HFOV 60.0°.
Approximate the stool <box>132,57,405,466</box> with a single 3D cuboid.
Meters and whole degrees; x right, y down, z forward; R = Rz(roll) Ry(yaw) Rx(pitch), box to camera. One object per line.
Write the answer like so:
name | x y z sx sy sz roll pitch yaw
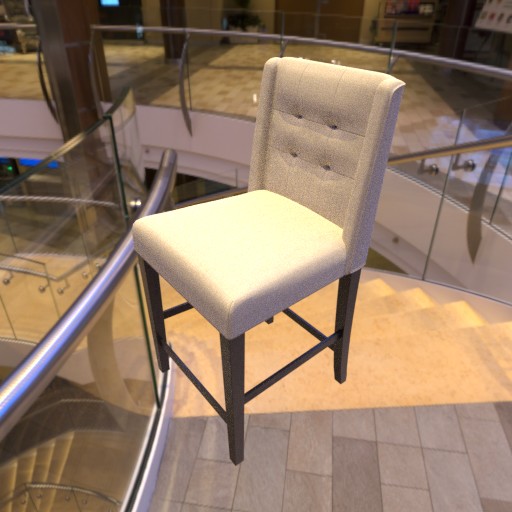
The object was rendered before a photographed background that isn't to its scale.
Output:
stool | 0.000 0.000 1.223 0.509 0.939 0.474 -22 38 -31
